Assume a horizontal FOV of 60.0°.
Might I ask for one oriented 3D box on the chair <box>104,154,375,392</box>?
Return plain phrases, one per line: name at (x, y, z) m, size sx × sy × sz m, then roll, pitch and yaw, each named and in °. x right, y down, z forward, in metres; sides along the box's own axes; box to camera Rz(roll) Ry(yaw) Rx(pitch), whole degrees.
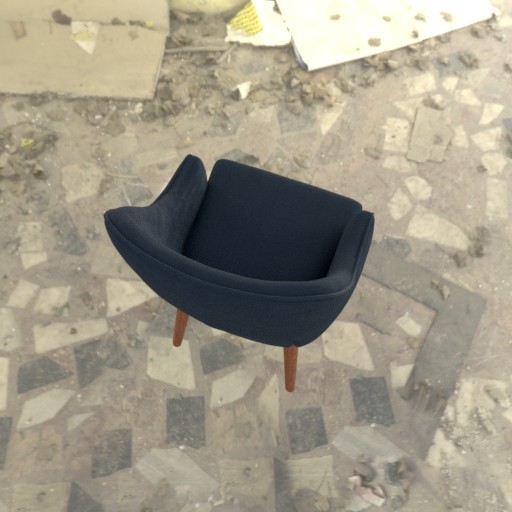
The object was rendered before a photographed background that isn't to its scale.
chair at (0.000, 0.000, 1.221) m, size 0.559 × 0.844 × 0.591 m, roll 19°, pitch 65°, yaw 9°
